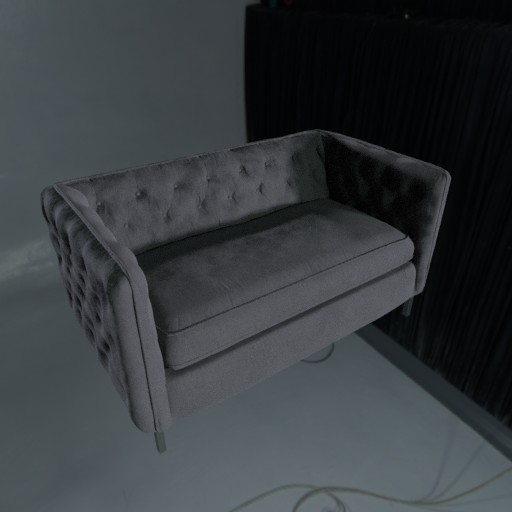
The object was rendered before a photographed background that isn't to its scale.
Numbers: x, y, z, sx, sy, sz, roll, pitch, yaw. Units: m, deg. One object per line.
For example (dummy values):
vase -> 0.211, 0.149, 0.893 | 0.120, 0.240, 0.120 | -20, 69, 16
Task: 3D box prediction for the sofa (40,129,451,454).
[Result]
sofa -> 0.000, 0.000, 2.075 | 1.583, 0.810, 0.909 | -20, 36, -30
